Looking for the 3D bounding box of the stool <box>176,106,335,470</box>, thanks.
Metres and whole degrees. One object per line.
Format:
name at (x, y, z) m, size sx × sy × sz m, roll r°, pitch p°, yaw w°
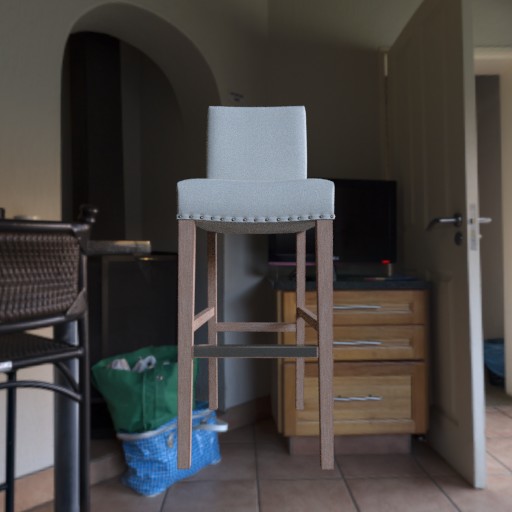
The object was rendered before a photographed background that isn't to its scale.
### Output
stool at (0.000, 0.000, 1.449) m, size 0.428 × 1.143 × 0.546 m, roll 0°, pitch -1°, yaw 0°
